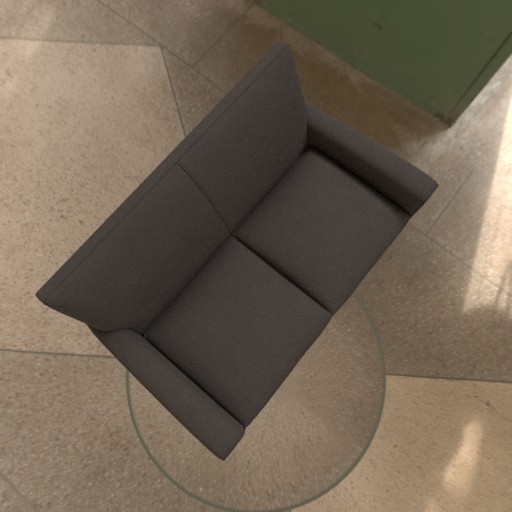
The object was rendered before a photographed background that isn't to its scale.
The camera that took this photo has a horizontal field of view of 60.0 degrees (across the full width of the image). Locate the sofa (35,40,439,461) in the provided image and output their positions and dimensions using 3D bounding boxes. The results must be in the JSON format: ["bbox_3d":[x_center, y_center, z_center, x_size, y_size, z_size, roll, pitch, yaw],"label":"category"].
[{"bbox_3d":[0.000,0.000,1.976,0.871,0.846,1.420,39,79,9],"label":"sofa"}]
